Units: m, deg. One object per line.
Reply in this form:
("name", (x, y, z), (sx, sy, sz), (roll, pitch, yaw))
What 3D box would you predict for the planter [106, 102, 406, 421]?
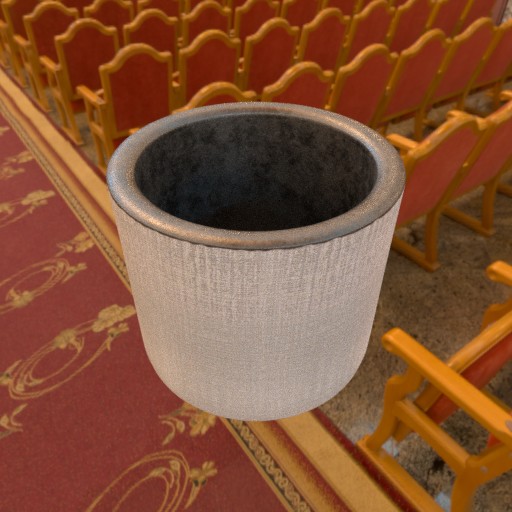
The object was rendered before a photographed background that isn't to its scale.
("planter", (0.000, 0.000, 0.223), (0.125, 0.112, 0.125), (0, 40, 0))
